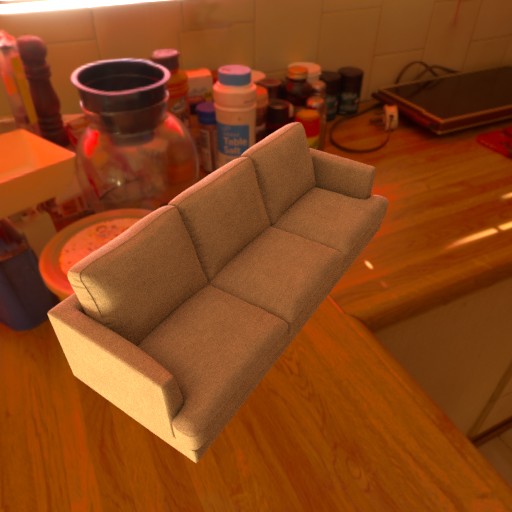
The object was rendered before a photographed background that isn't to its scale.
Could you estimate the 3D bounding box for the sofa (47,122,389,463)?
[{"bbox_3d":[0.000,0.000,2.737,0.903,0.930,2.246,23,45,26],"label":"sofa"}]
